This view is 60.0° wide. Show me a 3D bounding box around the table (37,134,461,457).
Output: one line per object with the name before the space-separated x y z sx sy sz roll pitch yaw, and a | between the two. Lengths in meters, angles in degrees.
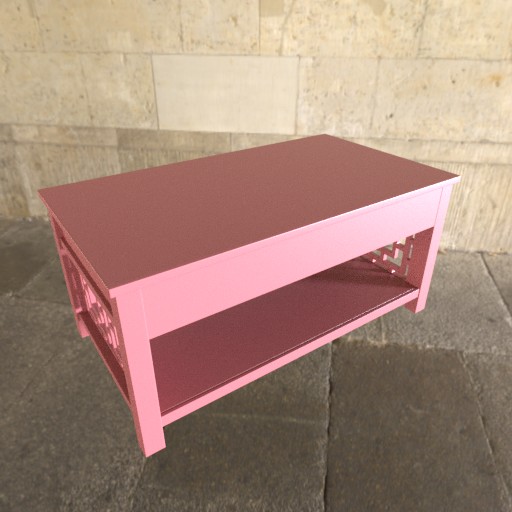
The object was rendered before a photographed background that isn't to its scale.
table | 0.000 0.000 1.402 1.068 0.493 0.612 -19 35 -30
